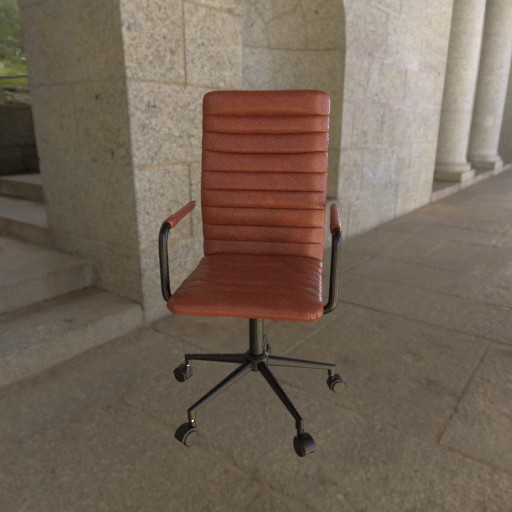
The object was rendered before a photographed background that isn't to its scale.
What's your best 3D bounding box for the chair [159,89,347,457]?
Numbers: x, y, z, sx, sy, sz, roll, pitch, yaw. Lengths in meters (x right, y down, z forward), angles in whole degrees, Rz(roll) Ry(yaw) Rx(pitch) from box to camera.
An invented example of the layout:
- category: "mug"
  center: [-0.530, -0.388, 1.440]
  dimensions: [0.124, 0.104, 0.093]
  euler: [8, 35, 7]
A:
- category: "chair"
  center: [0.000, 0.000, 1.353]
  dimensions: [0.608, 0.979, 0.580]
  euler: [2, 17, 8]
